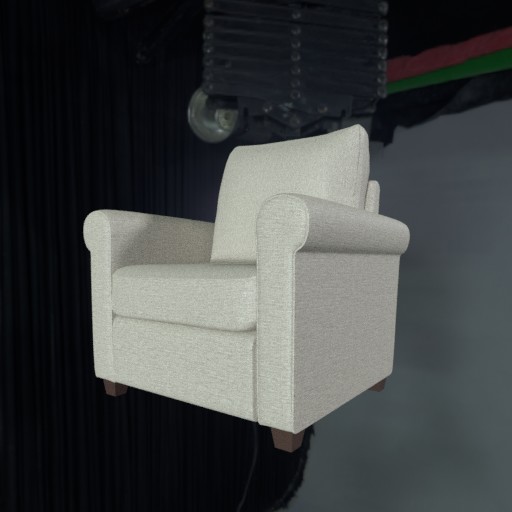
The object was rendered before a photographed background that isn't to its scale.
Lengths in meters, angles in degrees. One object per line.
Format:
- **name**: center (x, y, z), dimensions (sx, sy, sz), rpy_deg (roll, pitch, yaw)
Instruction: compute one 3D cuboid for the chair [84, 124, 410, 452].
- **chair**: center (0.000, 0.000, 2.261), dimensions (1.275, 1.349, 1.180), rpy_deg (1, 1, 37)
